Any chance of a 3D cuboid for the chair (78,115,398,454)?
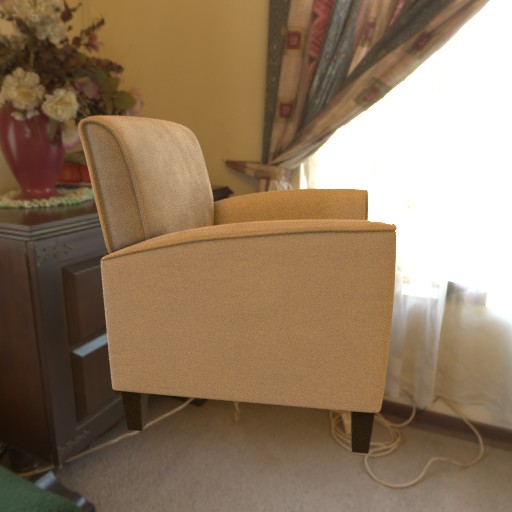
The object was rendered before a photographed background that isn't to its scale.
[{"bbox_3d":[0.000,0.000,1.527,0.821,0.915,0.820,2,15,8],"label":"chair"}]
